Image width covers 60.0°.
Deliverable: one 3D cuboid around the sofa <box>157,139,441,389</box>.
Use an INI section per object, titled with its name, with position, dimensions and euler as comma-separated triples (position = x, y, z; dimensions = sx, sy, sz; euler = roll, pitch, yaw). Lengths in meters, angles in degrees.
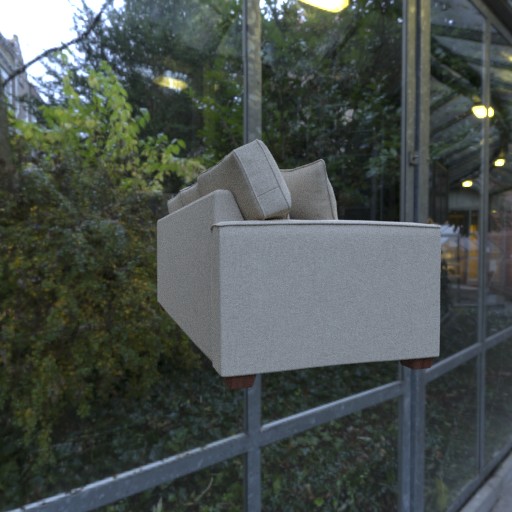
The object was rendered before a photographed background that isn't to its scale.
[sofa]
position = 0.000, 0.000, 2.881
dimensions = 1.061, 0.962, 2.317
euler = 0, 1, -18
